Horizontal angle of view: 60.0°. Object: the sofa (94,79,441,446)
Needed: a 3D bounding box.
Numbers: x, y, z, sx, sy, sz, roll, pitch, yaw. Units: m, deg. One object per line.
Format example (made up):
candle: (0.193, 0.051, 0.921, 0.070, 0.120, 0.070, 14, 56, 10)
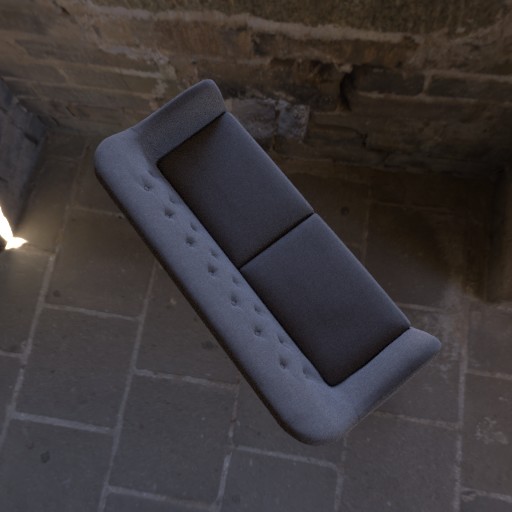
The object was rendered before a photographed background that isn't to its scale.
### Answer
sofa: (0.000, 0.000, 2.298, 0.820, 0.820, 1.840, -37, 78, -9)
